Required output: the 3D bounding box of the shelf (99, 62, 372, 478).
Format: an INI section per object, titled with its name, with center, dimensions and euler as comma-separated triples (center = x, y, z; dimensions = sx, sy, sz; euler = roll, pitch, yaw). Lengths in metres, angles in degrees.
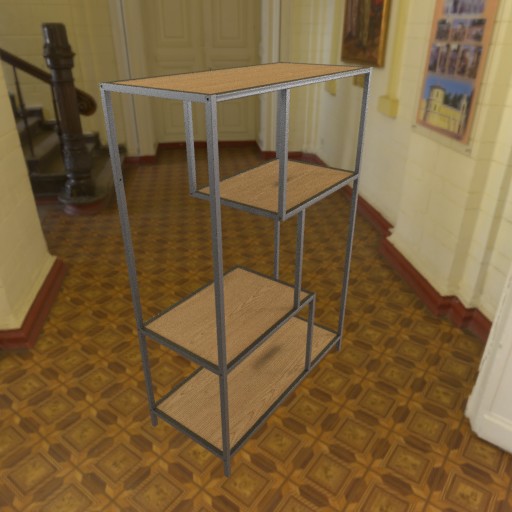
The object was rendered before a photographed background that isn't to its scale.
[shelf]
center = 0.000, 0.000, 1.489
dimensions = 0.350, 1.138, 0.770
euler = 19, 33, 32
